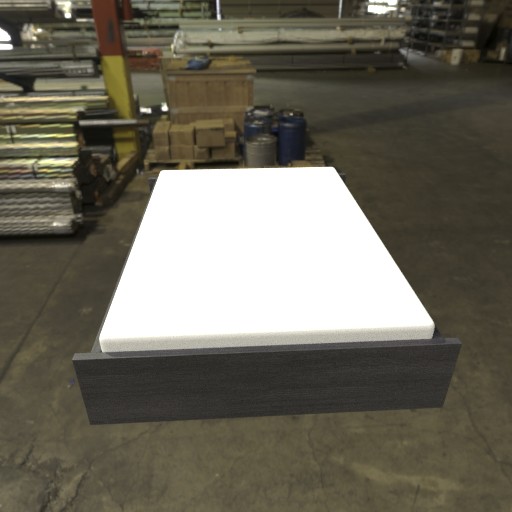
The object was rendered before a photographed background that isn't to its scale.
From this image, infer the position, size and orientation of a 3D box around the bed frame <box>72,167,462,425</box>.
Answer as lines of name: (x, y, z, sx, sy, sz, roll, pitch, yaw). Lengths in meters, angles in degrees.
bed frame: (0.000, 0.000, 2.600, 1.490, 0.432, 1.950, -2, 30, -3)
